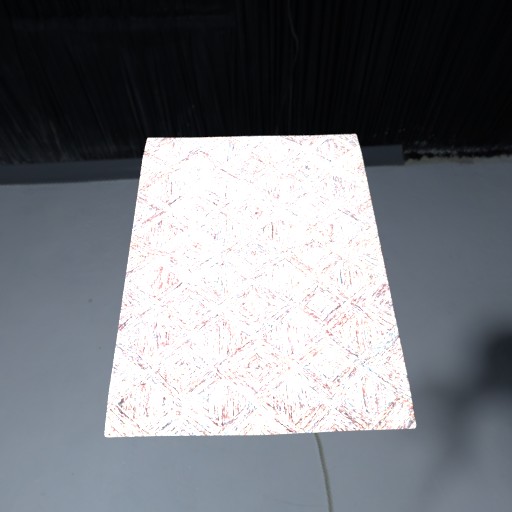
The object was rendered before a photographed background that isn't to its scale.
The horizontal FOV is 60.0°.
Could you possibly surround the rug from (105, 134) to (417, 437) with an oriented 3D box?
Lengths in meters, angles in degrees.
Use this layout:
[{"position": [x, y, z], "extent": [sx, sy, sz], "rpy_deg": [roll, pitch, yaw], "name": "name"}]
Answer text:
[{"position": [0.000, 0.000, 4.249], "extent": [2.436, 0.024, 3.226], "rpy_deg": [-1, 59, -1], "name": "rug"}]
